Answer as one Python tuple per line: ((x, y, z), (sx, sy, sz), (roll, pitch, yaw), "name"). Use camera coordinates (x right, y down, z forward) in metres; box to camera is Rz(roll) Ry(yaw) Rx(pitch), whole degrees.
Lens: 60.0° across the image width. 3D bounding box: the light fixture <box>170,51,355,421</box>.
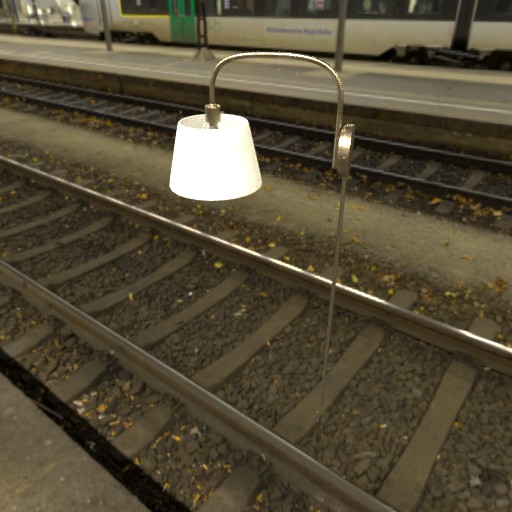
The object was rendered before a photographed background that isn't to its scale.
((0.000, 0.000, 0.475), (0.176, 0.399, 0.092), (8, 31, 14), "light fixture")
